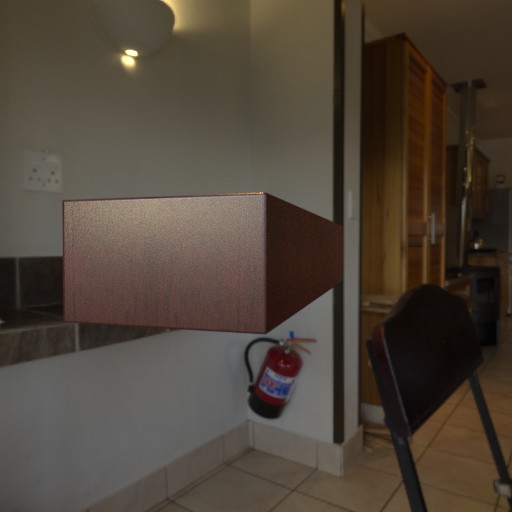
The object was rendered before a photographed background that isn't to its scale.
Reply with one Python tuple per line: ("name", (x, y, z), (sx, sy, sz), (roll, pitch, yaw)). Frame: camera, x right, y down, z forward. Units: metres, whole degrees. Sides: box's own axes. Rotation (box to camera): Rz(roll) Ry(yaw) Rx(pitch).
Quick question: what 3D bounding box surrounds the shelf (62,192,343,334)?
("shelf", (0.000, 0.000, 0.517), (0.152, 0.088, 0.457), (0, 1, 17))
